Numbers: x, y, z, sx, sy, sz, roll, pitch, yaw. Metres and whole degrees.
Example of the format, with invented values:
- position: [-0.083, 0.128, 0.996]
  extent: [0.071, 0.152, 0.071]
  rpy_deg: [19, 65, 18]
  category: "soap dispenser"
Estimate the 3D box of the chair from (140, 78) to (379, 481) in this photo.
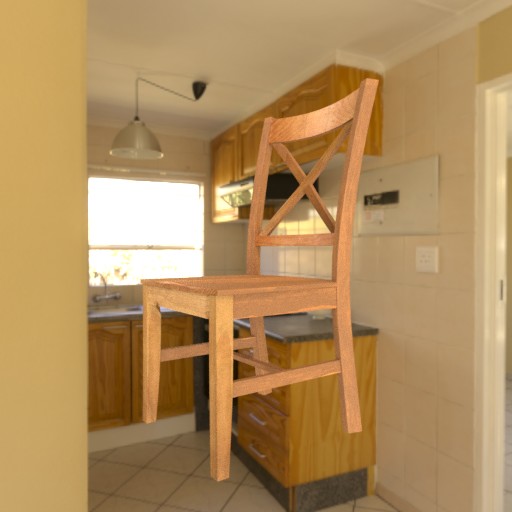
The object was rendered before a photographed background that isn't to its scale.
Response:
- position: [0.000, 0.000, 1.293]
  extent: [0.542, 0.983, 0.485]
  rpy_deg: [-1, 1, -36]
  category: "chair"
